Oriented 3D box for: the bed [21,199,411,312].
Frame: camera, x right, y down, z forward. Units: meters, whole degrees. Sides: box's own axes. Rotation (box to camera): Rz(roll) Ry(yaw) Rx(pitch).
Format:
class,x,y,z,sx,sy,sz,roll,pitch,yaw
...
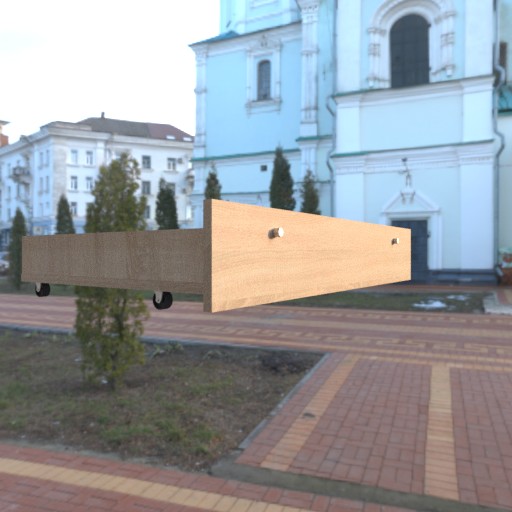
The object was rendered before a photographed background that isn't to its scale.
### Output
class,x,y,z,sx,sy,sz,roll,pitch,yaw
bed,0.000,0.000,1.459,0.685,0.209,1.200,0,0,35
